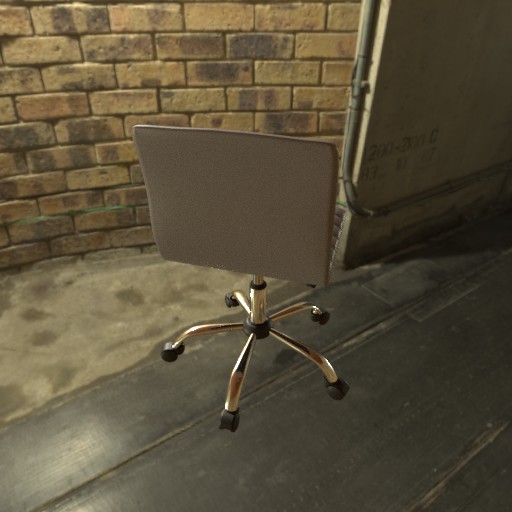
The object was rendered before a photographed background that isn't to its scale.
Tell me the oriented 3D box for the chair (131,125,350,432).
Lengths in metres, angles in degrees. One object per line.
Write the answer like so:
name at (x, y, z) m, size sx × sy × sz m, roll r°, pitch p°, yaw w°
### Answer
chair at (0.000, 0.000, 1.148) m, size 0.569 × 0.750 × 0.542 m, roll 9°, pitch 33°, yaw 14°
